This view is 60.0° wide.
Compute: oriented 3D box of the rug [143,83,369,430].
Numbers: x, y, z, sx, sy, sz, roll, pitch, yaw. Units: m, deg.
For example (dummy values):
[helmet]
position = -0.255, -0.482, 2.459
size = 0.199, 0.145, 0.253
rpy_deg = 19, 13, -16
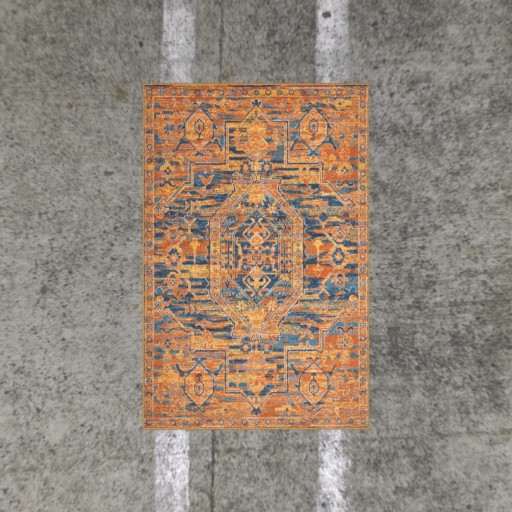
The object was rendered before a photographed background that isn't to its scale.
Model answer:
[rug]
position = 0.000, 0.000, 2.248
size = 1.148, 0.013, 1.758
rpy_deg = 0, 90, 0
